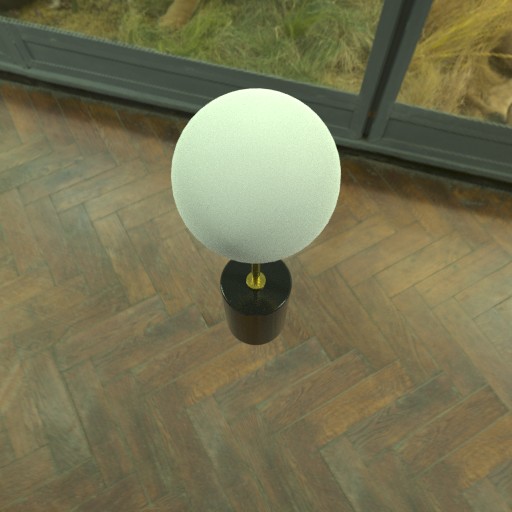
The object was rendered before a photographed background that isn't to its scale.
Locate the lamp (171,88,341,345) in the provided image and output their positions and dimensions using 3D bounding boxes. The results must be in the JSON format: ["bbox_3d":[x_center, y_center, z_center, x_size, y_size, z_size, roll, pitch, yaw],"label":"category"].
[{"bbox_3d":[0.000,0.000,0.553,0.153,0.480,0.153,0,64,0],"label":"lamp"}]
